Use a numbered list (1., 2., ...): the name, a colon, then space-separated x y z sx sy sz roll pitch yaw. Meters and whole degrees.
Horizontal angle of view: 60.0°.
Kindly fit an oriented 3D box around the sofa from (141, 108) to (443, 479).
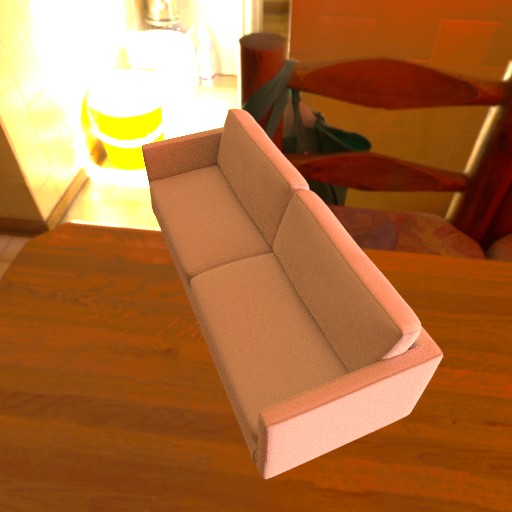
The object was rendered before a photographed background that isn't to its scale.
1. sofa: 0.000 0.000 2.878 0.951 0.962 2.361 -17 48 -16
